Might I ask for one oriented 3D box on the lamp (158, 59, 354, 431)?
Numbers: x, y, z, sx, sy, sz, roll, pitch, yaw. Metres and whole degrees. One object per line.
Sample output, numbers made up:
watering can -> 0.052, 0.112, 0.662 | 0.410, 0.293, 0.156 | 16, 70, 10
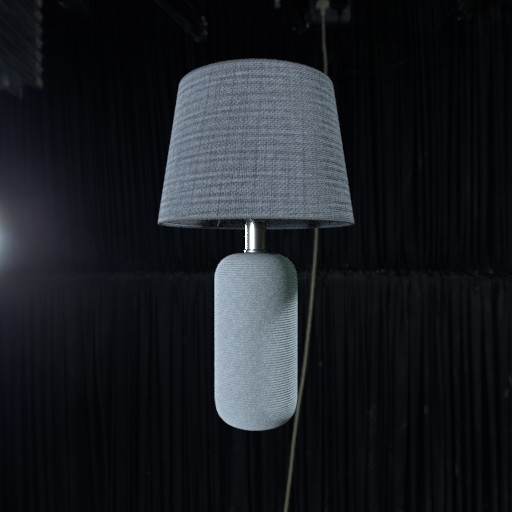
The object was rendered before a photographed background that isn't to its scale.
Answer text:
lamp -> 0.000, 0.000, 0.581 | 0.251, 0.429, 0.251 | 0, 1, 0
